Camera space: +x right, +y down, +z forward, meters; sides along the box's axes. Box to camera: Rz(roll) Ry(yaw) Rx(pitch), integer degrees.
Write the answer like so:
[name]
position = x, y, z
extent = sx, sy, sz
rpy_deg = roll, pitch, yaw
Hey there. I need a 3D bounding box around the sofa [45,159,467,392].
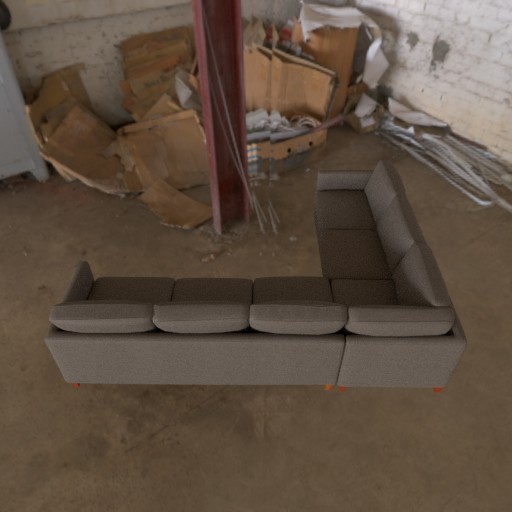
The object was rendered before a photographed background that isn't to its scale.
[sofa]
position = 0.000, 0.000, 4.492
extent = 3.302, 0.947, 2.593
rpy_deg = 0, 42, 1
